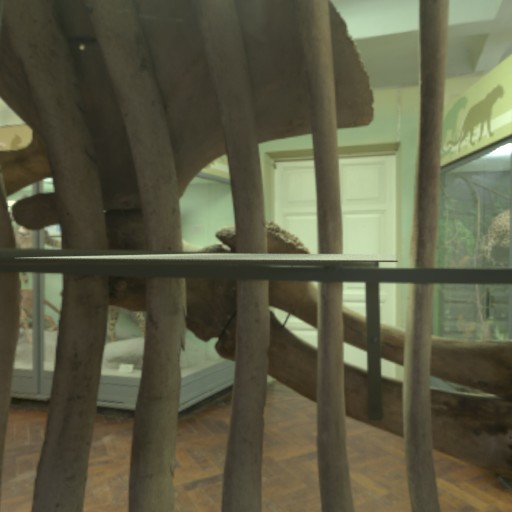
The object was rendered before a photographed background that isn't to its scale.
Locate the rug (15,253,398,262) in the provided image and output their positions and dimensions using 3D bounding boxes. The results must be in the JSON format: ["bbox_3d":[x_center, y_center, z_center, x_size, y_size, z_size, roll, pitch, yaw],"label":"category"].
[{"bbox_3d":[0.000,0.000,4.042,2.453,0.010,3.037,0,1,17],"label":"rug"}]
